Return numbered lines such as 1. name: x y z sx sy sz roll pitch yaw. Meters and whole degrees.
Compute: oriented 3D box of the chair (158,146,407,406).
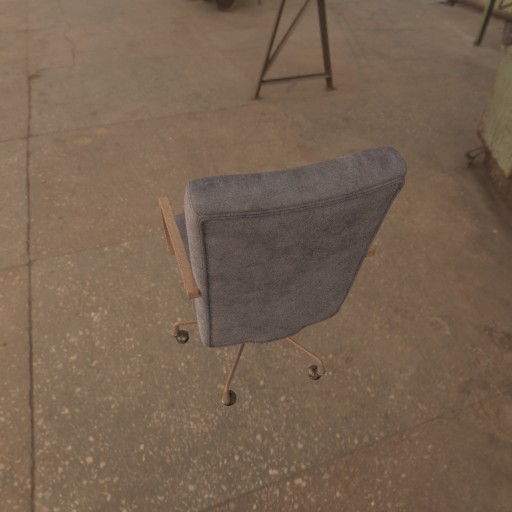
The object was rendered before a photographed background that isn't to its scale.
1. chair: 0.000 0.000 1.487 0.640 1.029 0.741 -13 44 -13
